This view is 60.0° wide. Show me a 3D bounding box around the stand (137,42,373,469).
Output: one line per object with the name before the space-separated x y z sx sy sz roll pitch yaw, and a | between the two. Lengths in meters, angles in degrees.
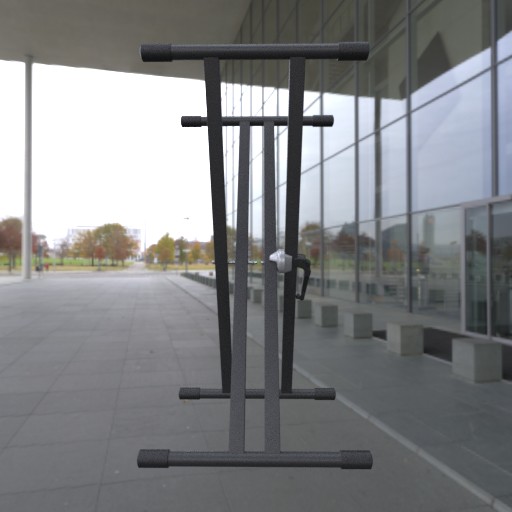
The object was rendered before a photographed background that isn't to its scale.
stand | 0.000 0.000 1.173 0.495 0.900 0.503 0 -1 1
